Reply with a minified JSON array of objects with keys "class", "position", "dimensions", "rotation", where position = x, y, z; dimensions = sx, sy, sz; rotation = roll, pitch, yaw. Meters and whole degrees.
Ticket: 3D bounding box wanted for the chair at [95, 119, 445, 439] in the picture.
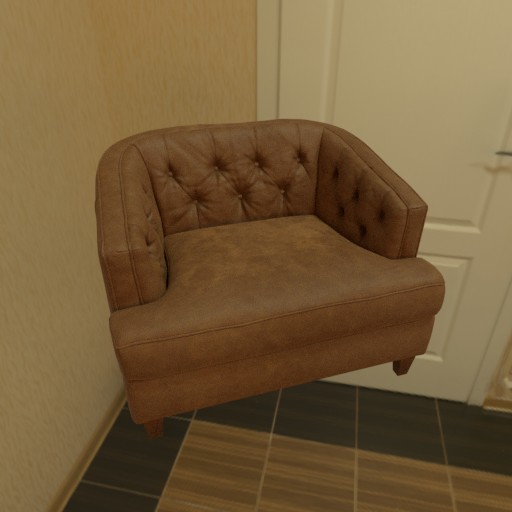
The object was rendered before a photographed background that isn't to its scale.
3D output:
[{"class":"chair","position":[0.000,0.000,1.744],"dimensions":[1.119,0.836,0.911],"rotation":[-9,32,-15]}]
